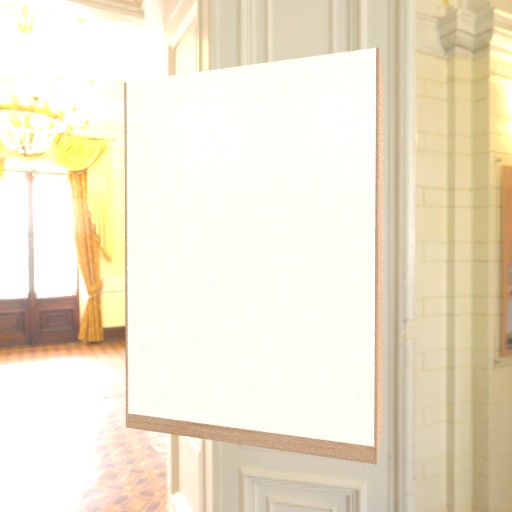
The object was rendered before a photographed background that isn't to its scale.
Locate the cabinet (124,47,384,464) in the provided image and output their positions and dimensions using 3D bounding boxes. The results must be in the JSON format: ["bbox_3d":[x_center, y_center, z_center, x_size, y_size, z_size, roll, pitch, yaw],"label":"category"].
[{"bbox_3d":[0.000,0.000,2.763,1.500,2.120,0.590,0,1,18],"label":"cabinet"}]
